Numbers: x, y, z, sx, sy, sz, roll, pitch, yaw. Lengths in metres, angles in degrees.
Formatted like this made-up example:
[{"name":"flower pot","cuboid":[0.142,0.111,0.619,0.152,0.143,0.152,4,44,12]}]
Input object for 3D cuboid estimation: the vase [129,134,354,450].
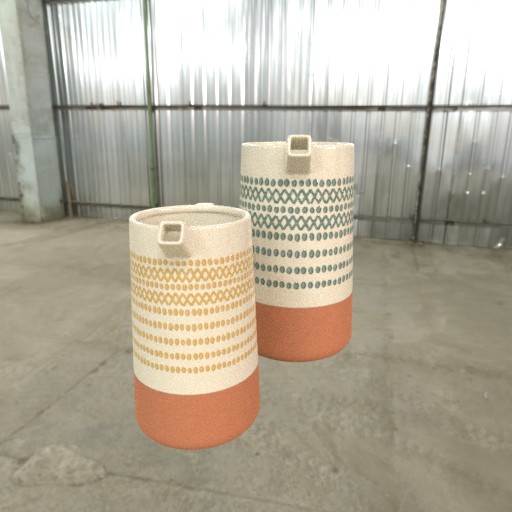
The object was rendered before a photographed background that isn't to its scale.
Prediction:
[{"name":"vase","cuboid":[0.000,0.000,0.467,0.168,0.247,0.326,15,22,42]}]
